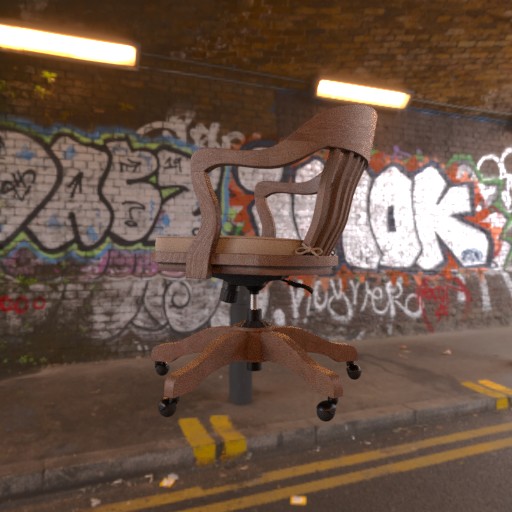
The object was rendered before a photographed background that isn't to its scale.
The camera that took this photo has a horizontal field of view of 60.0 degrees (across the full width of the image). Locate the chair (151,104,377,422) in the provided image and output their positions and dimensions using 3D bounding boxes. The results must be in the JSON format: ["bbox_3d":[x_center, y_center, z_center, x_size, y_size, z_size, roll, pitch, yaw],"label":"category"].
[{"bbox_3d":[0.000,0.000,1.492,0.788,0.878,0.750,0,0,18],"label":"chair"}]
